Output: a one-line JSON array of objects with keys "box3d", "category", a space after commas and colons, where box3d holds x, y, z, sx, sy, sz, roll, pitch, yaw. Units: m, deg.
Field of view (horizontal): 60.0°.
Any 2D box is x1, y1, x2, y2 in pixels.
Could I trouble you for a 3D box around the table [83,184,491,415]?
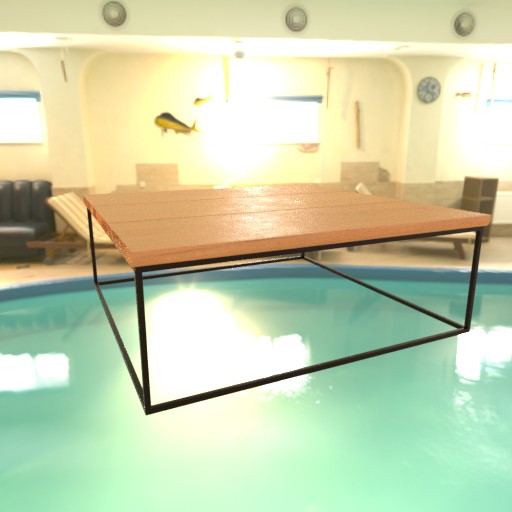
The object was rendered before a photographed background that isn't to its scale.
[{"box3d": [0.000, 0.000, 1.681, 1.100, 0.400, 1.100, -7, 16, -25], "category": "table"}]
